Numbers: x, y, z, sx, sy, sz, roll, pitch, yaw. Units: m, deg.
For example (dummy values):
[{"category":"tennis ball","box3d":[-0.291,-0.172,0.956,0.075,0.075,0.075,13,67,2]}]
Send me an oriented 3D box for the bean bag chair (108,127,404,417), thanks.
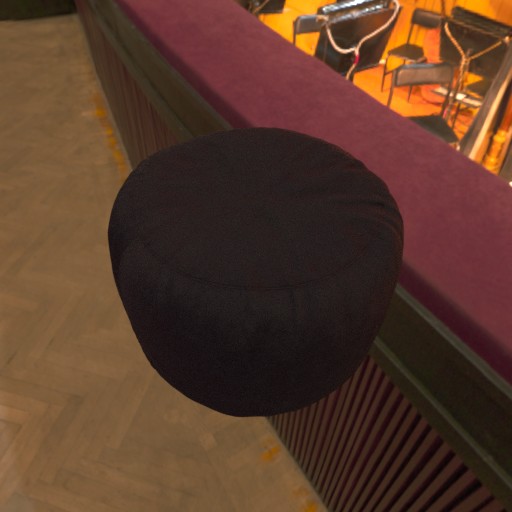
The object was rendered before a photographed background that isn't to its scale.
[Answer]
[{"category":"bean bag chair","box3d":[0.000,0.000,1.986,1.219,0.762,1.219,0,46,0]}]
